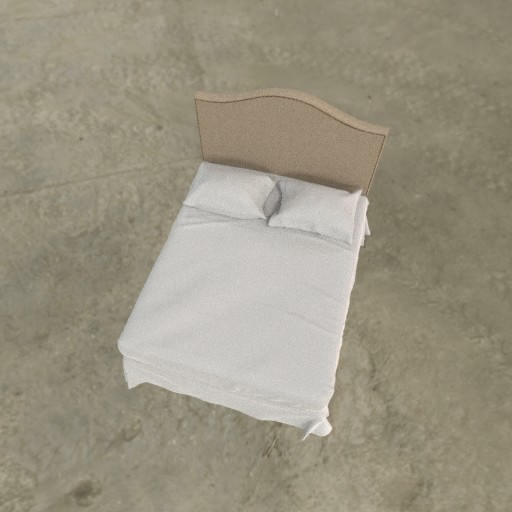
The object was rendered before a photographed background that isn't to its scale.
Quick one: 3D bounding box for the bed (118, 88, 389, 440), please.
[{"bbox_3d":[0.000,0.000,3.554,1.876,1.645,2.221,14,59,8],"label":"bed"}]
